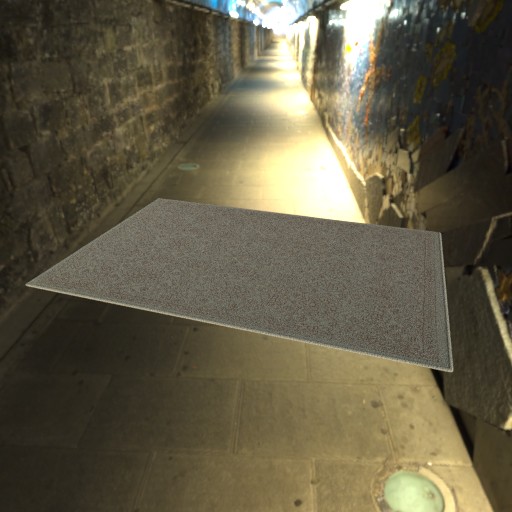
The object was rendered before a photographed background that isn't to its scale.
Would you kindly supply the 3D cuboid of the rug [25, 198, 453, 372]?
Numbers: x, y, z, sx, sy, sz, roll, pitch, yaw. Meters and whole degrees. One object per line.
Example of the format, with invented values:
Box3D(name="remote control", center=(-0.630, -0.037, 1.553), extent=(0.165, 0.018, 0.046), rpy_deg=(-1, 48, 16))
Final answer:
Box3D(name="rug", center=(0.000, 0.000, 2.286), extent=(1.829, 0.010, 1.219), rpy_deg=(9, 28, 16))
